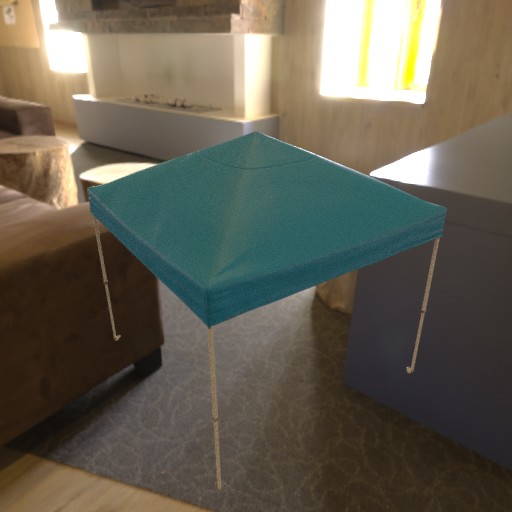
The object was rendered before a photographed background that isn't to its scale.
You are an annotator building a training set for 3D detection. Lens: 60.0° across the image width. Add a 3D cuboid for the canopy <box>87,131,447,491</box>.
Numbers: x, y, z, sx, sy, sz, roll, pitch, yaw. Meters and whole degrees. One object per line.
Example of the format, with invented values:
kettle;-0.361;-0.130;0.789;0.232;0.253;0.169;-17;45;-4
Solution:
canopy;0.000;0.000;5.437;2.998;2.997;2.996;-17;31;-31
